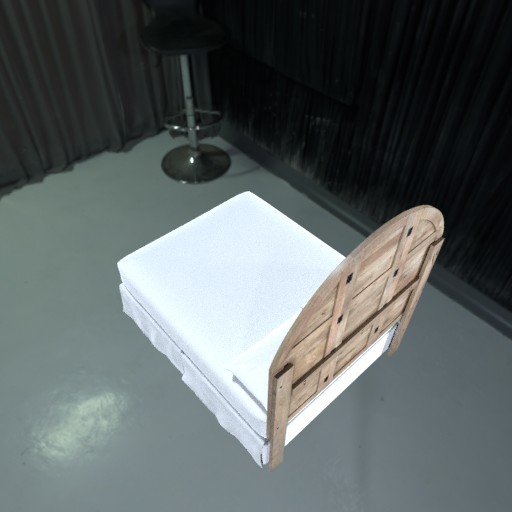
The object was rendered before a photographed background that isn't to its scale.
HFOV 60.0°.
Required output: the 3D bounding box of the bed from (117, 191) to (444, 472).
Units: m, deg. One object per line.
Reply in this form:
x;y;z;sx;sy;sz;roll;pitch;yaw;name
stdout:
0.000;0.000;3.547;1.713;2.002;2.112;-33;54;-28;bed
